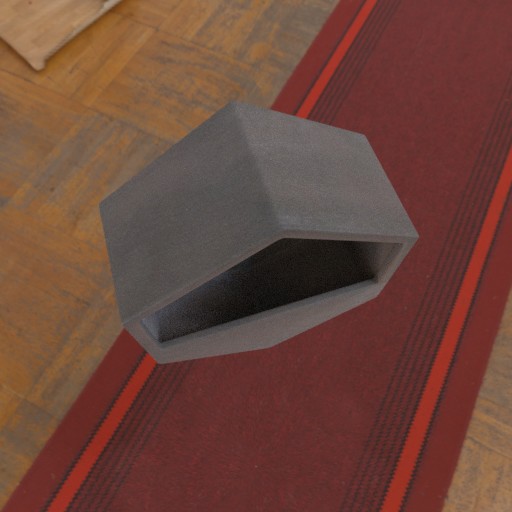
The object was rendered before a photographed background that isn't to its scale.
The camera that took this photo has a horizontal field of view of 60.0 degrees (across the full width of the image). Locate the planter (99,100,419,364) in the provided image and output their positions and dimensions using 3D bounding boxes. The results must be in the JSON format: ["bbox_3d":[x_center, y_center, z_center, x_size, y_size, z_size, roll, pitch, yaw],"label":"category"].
[{"bbox_3d":[0.000,0.000,0.297,0.169,0.206,0.077,-16,66,-7],"label":"planter"}]
